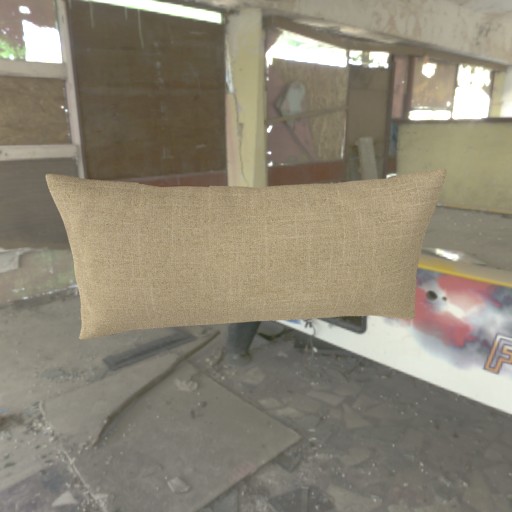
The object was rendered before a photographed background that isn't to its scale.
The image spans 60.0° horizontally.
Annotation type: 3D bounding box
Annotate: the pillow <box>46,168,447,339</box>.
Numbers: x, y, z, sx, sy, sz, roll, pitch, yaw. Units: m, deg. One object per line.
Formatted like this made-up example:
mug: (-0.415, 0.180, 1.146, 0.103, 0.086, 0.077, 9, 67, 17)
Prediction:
pillow: (0.000, 0.000, 0.735, 0.612, 0.282, 0.155, -2, 16, -8)
